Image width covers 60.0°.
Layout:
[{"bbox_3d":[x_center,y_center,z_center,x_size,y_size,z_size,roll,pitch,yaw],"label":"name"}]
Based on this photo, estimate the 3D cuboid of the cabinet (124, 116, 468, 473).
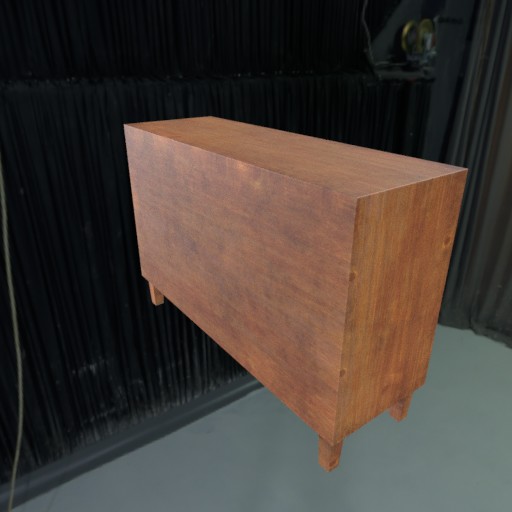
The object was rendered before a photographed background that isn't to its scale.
[{"bbox_3d":[0.000,0.000,1.581,0.403,0.805,1.204,-17,30,-33],"label":"cabinet"}]
